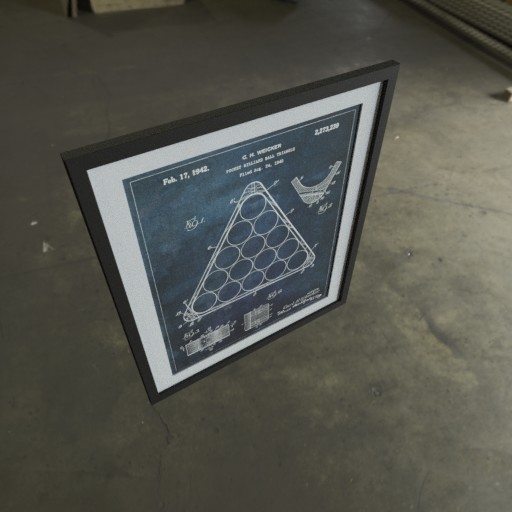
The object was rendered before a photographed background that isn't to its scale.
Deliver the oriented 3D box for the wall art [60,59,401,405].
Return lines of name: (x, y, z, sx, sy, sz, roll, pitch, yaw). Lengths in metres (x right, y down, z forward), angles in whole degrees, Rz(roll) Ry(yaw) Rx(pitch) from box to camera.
wall art: (0.000, 0.000, 1.180, 0.755, 0.863, 0.028, -24, 50, -22)
